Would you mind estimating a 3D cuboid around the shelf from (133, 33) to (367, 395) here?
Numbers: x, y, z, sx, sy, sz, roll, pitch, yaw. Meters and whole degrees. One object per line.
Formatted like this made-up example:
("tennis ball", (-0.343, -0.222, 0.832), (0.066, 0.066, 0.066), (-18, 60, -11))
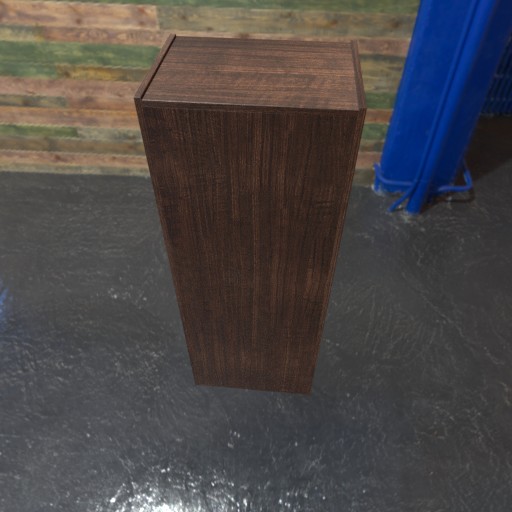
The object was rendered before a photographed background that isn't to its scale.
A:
("shelf", (0.000, 0.000, 1.275), (0.415, 1.099, 0.290), (4, 47, 4))
